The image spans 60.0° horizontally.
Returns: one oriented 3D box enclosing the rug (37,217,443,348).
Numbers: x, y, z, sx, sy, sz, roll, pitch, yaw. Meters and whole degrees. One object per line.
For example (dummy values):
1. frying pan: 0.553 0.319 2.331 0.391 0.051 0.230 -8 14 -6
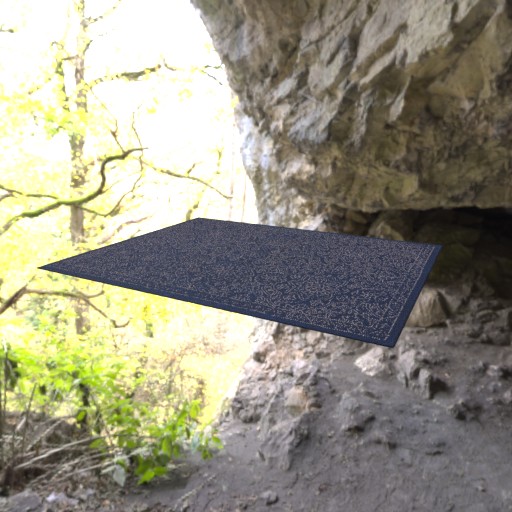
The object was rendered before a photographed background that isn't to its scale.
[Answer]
1. rug: 0.000 0.000 4.202 3.048 0.010 2.438 9 19 27
